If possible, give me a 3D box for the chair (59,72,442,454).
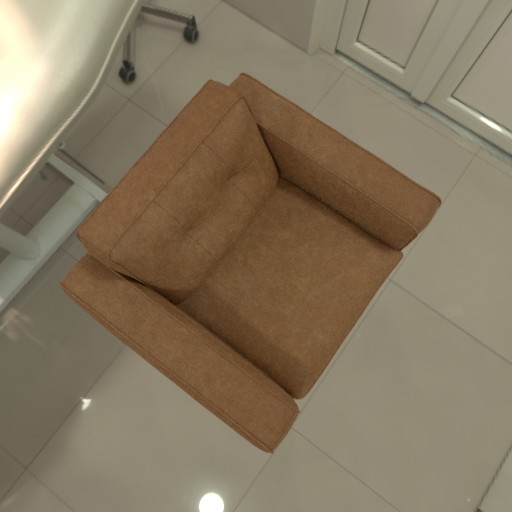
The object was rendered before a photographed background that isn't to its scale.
[{"bbox_3d":[0.000,0.000,1.757,0.952,0.782,1.118,36,78,8],"label":"chair"}]
